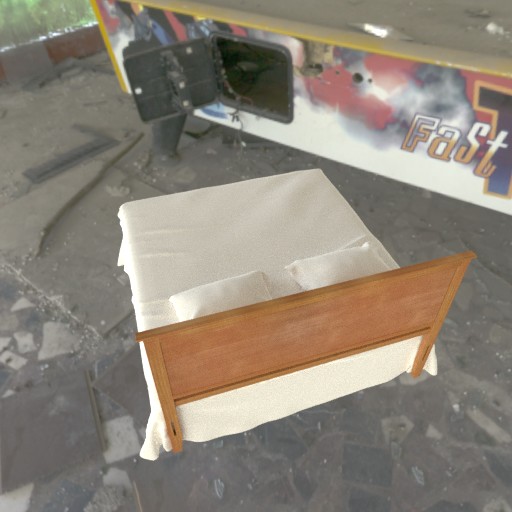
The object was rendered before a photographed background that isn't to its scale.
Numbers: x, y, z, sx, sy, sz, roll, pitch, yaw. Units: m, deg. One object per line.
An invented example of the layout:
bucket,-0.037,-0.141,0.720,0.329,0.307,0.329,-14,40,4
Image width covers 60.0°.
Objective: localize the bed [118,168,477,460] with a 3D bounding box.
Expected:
bed,0.000,0.000,3.573,2.317,1.270,2.215,-12,44,-13
